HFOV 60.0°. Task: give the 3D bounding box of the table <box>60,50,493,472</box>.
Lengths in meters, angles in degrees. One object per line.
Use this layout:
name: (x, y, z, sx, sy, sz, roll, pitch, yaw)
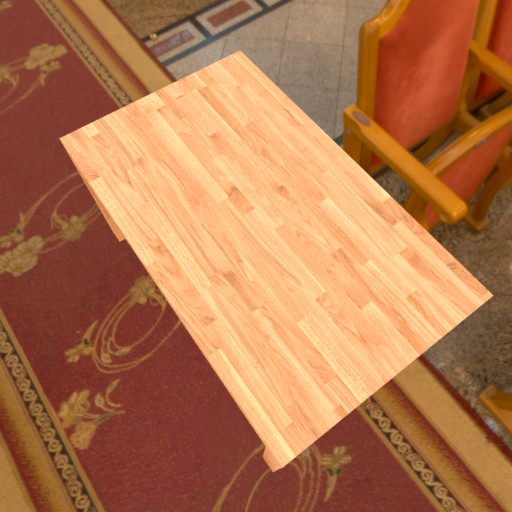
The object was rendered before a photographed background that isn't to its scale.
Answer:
table: (0.000, 0.000, 2.000, 0.900, 0.770, 1.500, -33, 68, -15)
